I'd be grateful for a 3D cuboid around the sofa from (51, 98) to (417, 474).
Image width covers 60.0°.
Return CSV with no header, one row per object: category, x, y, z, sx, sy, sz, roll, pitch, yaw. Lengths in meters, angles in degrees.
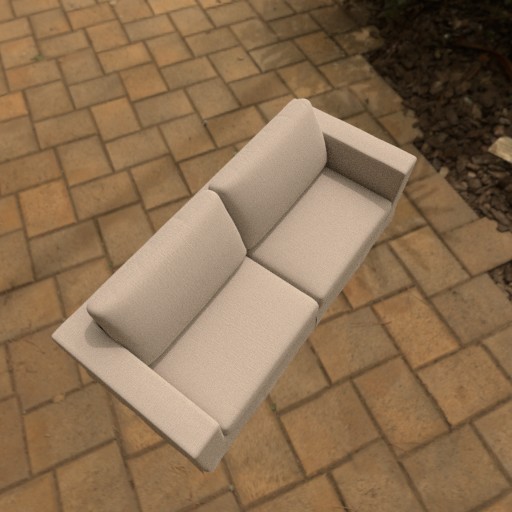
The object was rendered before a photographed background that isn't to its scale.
sofa,0.000,0.000,2.633,0.954,0.881,2.163,32,64,18
